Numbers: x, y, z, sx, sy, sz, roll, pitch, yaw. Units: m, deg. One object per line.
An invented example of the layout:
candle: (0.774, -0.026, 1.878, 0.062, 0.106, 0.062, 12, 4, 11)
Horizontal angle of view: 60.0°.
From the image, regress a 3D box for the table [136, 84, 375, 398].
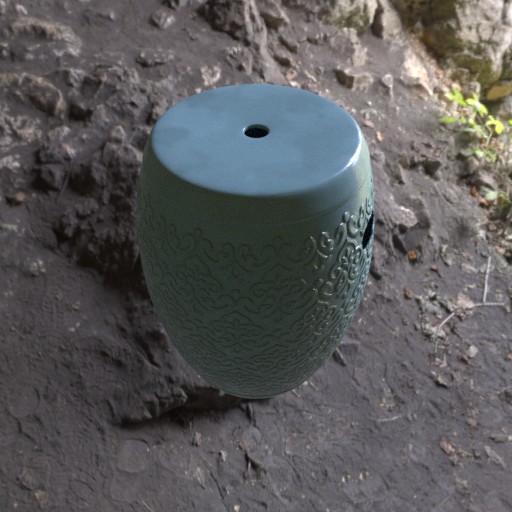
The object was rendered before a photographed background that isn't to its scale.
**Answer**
table: (0.000, 0.000, 0.624, 0.309, 0.397, 0.309, 0, 46, 0)
